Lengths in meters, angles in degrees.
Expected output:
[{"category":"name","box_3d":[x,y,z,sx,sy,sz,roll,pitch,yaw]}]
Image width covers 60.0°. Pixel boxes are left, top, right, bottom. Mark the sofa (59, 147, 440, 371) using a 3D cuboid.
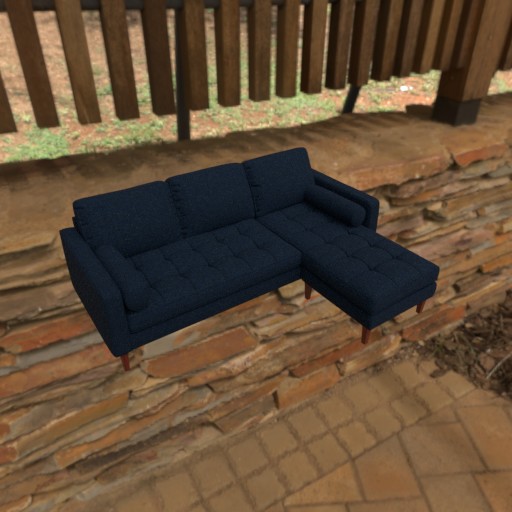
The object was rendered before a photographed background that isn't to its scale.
[{"category":"sofa","box_3d":[0.000,0.000,3.048,2.185,0.841,1.613,-20,38,-29]}]
